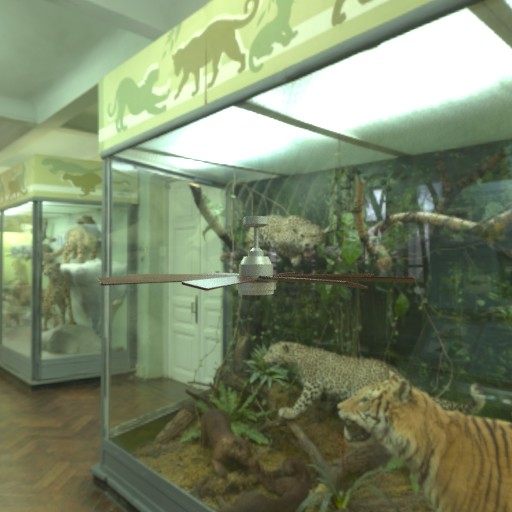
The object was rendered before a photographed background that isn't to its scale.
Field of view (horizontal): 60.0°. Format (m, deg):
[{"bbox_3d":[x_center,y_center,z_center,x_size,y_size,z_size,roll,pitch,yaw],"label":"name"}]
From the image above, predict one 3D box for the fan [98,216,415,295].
[{"bbox_3d":[0.000,0.000,2.709,1.830,0.472,1.830,0,-1,16],"label":"fan"}]
